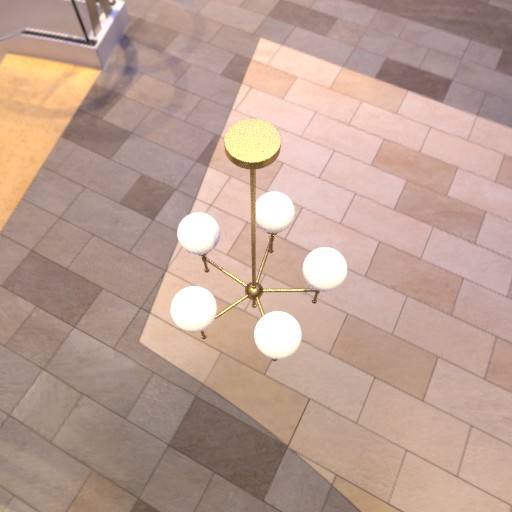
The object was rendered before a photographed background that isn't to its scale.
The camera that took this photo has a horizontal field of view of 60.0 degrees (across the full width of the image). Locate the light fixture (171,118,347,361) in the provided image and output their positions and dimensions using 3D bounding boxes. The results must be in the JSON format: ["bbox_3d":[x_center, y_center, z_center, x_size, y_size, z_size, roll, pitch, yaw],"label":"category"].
[{"bbox_3d":[0.000,0.000,1.831,0.815,1.331,0.785,-17,64,-8],"label":"light fixture"}]
